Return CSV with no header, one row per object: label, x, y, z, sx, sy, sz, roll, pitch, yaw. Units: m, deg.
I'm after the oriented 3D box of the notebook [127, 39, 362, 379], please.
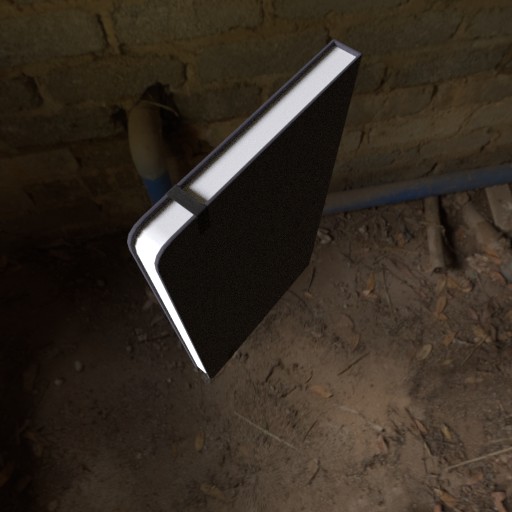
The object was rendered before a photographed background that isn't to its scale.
notebook,0.000,0.000,0.266,0.016,0.213,0.127,36,69,16
